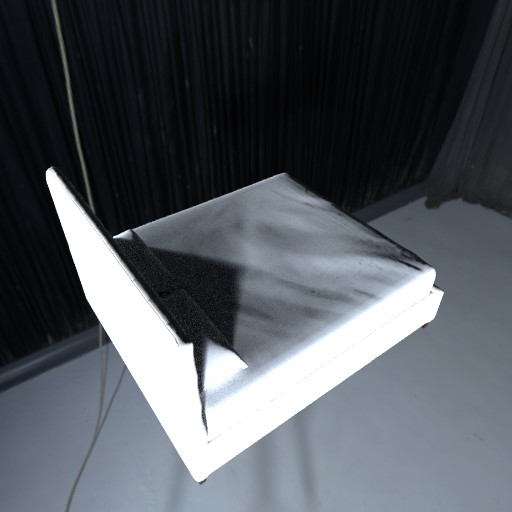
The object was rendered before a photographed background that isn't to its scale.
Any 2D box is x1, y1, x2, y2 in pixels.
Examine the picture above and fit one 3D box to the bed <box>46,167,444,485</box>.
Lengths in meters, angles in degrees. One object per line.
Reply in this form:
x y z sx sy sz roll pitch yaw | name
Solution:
0.000 0.000 3.590 2.387 1.427 2.078 -25 46 -27 | bed
